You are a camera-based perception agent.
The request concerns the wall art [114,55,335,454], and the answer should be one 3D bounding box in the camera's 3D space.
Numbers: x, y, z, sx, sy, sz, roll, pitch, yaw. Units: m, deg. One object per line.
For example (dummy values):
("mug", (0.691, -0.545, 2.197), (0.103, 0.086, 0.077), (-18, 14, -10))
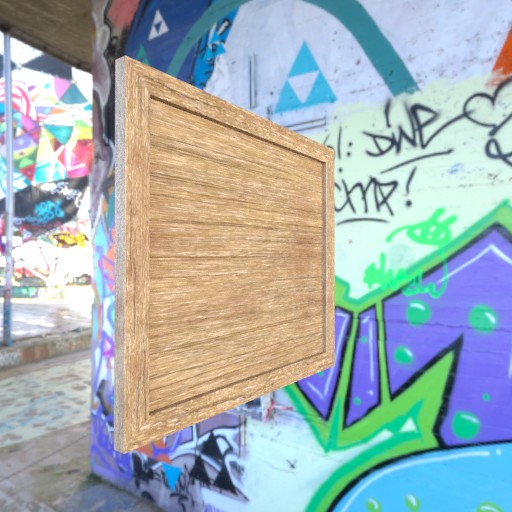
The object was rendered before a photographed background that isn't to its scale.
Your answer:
("wall art", (0.000, 0.000, 0.939), (0.026, 0.588, 0.690), (-1, -1, 36))
